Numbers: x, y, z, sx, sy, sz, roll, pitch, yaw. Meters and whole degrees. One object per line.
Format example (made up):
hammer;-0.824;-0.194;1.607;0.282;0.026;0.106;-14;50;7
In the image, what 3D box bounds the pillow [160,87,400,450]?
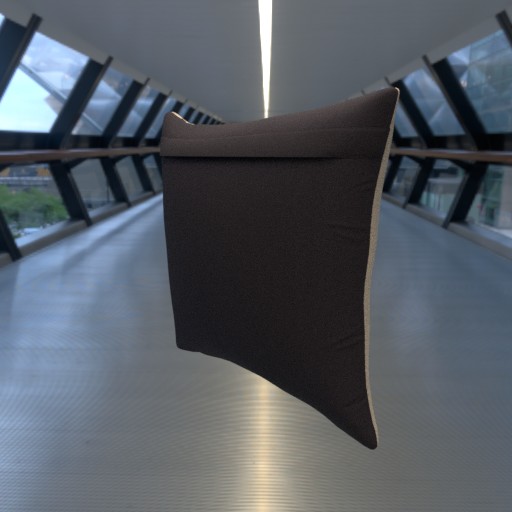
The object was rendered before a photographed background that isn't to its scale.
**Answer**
pillow;0.000;0.000;0.615;0.173;0.406;0.405;-12;18;-43
